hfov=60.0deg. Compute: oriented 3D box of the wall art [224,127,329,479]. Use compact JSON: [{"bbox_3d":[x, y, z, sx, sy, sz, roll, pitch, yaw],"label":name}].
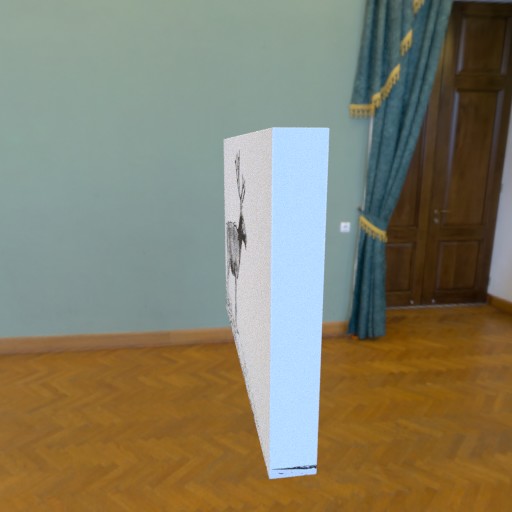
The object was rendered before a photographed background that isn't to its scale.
[{"bbox_3d":[0.000,0.000,0.495,0.038,0.259,0.381,-2,14,-8],"label":"wall art"}]
